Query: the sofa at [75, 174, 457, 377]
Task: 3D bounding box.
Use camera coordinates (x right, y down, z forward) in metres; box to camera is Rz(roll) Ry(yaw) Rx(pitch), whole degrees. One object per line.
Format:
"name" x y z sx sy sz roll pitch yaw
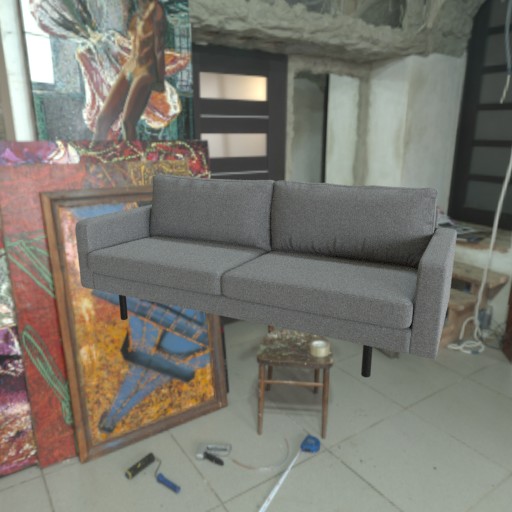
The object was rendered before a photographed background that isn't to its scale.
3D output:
"sofa" 0.000 0.000 2.738 2.200 0.880 0.880 8 17 25
